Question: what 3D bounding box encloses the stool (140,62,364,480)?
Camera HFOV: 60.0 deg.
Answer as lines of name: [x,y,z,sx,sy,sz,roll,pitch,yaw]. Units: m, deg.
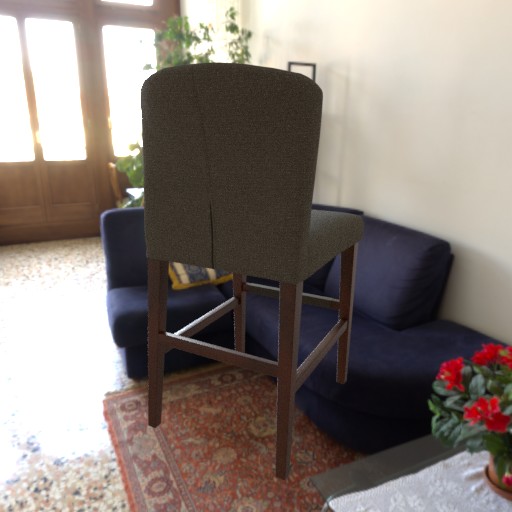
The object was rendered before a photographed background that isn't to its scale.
stool: [0.000,0.000,1.278,0.479,0.968,0.568,9,18,27]
